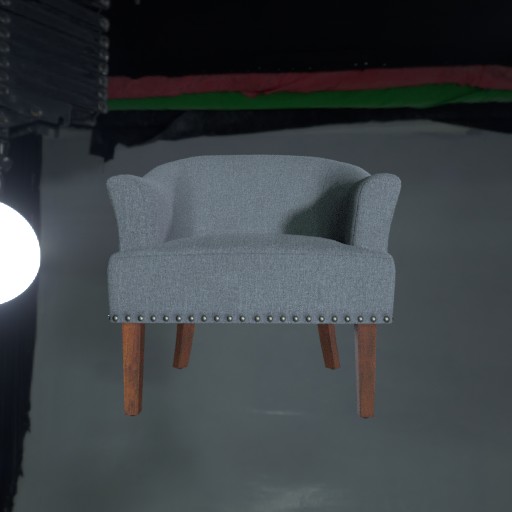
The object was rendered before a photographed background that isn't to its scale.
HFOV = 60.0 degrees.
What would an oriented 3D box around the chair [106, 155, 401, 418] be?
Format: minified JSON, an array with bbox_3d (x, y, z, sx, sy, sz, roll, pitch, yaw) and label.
[{"bbox_3d":[0.000,0.000,1.412,0.798,0.815,0.704,0,-1,2],"label":"chair"}]
